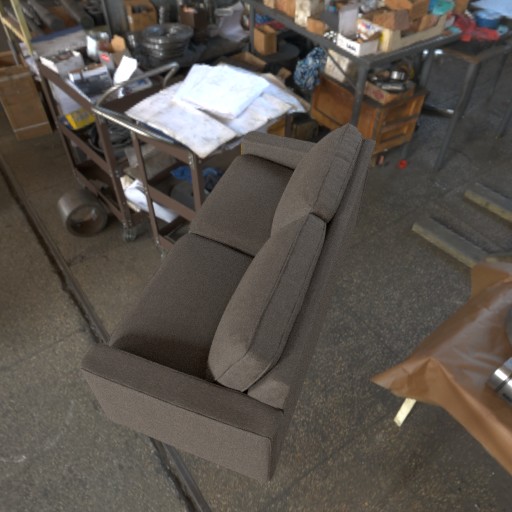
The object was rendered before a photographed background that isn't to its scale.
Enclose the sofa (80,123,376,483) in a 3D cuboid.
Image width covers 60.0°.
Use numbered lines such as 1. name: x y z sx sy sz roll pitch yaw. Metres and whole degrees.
1. sofa: 0.000 0.000 2.568 0.940 0.919 2.080 15 49 14
